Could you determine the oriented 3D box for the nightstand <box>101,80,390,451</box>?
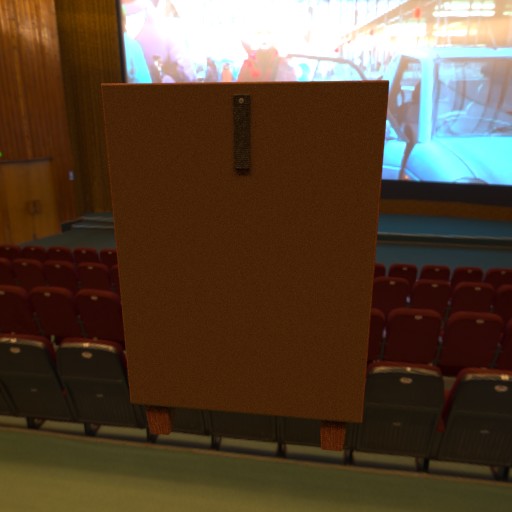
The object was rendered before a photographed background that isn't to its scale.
[{"bbox_3d":[0.000,0.000,0.993,0.465,0.695,0.410,2,17,7],"label":"nightstand"}]
